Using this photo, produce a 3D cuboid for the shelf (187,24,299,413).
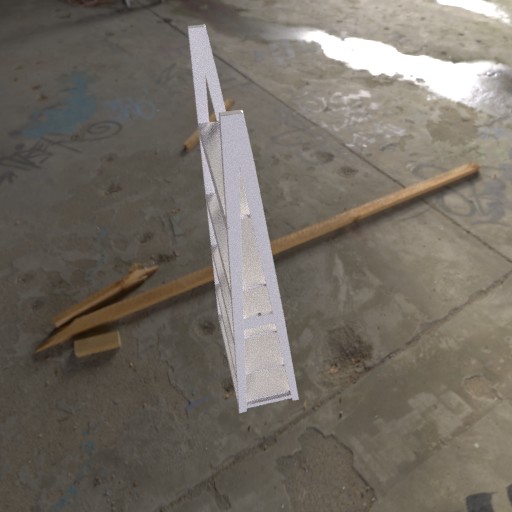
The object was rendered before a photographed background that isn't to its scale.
[{"bbox_3d":[0.000,0.000,2.014,0.341,1.779,0.636,-10,48,-9],"label":"shelf"}]
